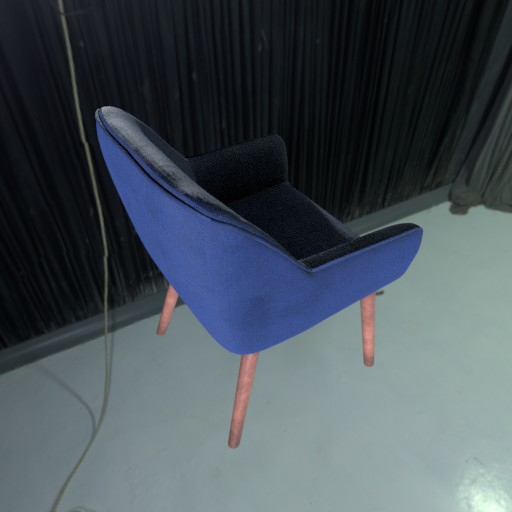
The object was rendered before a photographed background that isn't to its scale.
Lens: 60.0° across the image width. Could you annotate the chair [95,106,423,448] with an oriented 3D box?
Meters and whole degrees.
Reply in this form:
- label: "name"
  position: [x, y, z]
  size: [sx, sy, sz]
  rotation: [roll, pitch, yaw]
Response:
- label: "chair"
  position: [0.000, 0.000, 1.216]
  size: [0.600, 0.820, 0.600]
  rotation: [-24, 47, -25]
